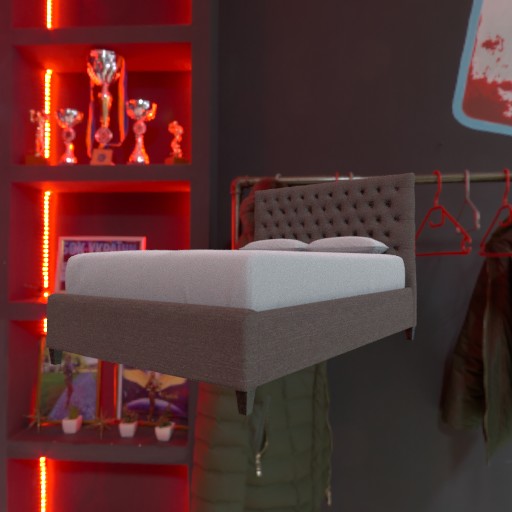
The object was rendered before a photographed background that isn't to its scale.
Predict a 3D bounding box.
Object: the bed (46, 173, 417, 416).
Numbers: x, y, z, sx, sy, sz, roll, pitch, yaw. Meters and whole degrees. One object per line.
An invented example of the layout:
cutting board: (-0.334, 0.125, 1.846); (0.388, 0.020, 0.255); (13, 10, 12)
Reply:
bed: (0.000, 0.000, 3.359); (1.698, 1.427, 2.387); (0, -1, 37)
